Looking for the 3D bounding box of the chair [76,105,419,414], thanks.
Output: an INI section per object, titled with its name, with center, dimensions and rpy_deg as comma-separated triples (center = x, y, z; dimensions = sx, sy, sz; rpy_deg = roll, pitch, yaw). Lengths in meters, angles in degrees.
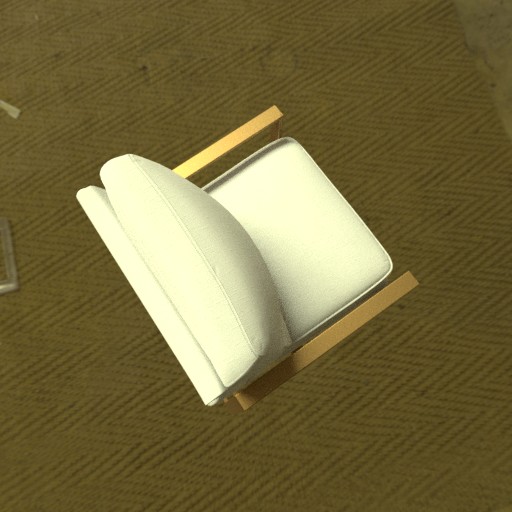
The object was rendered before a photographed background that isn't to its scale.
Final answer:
[chair]
center = 0.000, 0.000, 1.559
dimensions = 0.813, 0.966, 0.805
rpy_deg = -34, 77, -9
